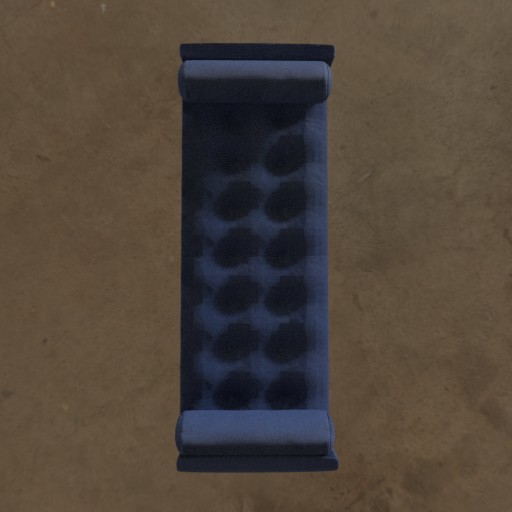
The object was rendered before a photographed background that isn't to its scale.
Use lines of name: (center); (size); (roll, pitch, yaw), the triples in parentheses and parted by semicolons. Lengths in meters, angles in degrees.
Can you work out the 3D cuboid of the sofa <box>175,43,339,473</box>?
sofa: (0.000, 0.000, 2.438); (0.796, 0.705, 2.102); (0, 88, -1)
